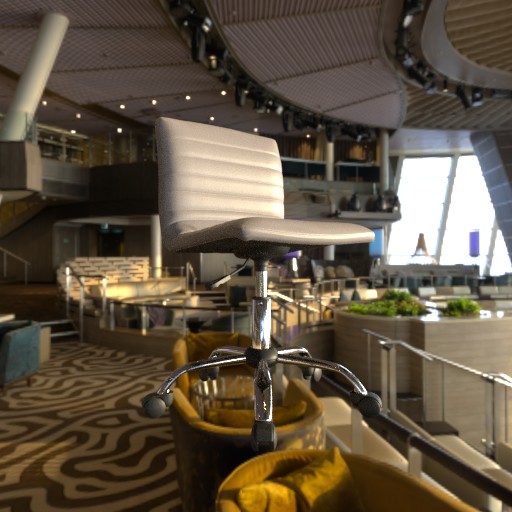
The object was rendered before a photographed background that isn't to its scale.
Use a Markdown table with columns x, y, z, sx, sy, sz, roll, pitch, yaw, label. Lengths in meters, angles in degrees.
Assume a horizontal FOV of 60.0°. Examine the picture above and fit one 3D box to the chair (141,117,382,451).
| x | y | z | sx | sy | sz | roll | pitch | yaw | label |
| --- | --- | --- | --- | --- | --- | --- | --- | --- | --- |
| 0.000 | 0.000 | 1.142 | 0.569 | 0.750 | 0.542 | 0 | 0 | -36 | chair |
